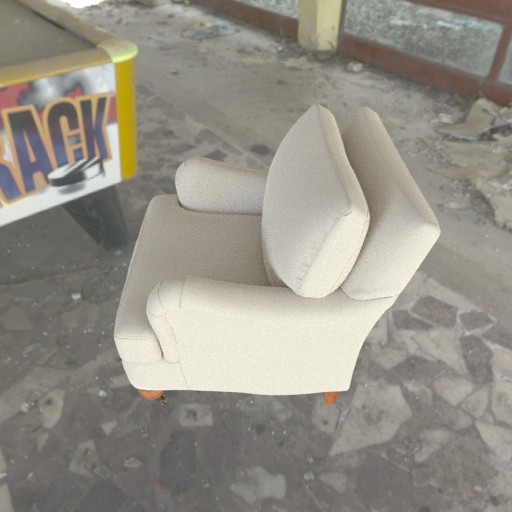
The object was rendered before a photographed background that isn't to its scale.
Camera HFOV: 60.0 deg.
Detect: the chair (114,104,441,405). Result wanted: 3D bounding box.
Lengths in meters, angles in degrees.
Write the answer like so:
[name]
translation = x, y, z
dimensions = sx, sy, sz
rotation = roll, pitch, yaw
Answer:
[chair]
translation = 0.000, 0.000, 1.899
dimensions = 1.070, 1.038, 0.955
rotation = -1, 41, -1
